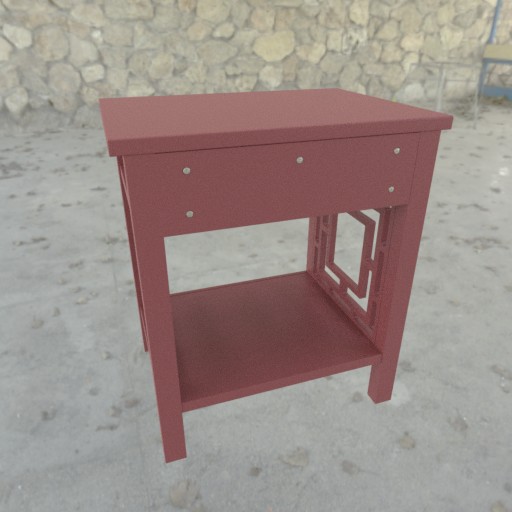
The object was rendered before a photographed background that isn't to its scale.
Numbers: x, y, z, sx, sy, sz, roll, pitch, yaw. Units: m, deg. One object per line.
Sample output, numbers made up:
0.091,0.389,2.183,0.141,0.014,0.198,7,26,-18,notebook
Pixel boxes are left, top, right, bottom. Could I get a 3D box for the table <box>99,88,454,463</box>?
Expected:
0.000,0.000,1.057,0.599,0.686,0.451,-9,29,-17,table
